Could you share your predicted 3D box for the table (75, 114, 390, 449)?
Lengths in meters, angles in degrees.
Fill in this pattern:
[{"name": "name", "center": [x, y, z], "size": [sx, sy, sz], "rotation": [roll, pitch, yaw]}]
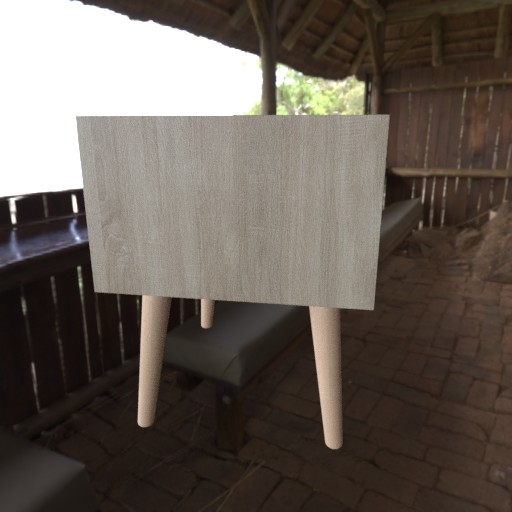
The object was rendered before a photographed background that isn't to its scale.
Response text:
[{"name": "table", "center": [0.000, 0.000, 0.789], "size": [0.370, 0.470, 0.450], "rotation": [3, 17, 9]}]
